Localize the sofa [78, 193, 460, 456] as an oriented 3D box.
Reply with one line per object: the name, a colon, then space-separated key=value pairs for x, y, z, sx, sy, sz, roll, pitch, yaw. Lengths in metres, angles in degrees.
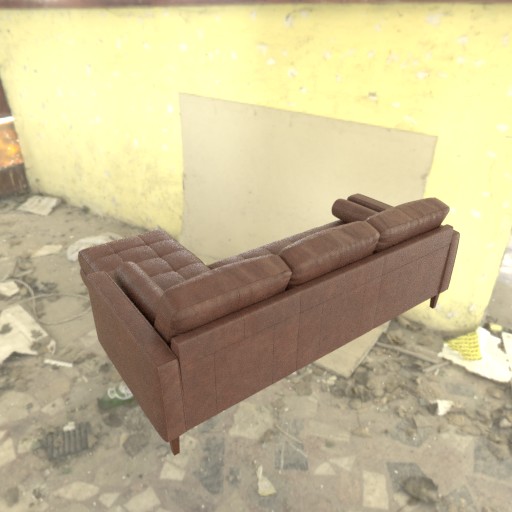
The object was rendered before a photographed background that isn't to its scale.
sofa: x=0.000 y=0.000 z=2.983 sx=2.185 sy=0.841 sz=1.613 roll=-19 pitch=34 yaw=-31
